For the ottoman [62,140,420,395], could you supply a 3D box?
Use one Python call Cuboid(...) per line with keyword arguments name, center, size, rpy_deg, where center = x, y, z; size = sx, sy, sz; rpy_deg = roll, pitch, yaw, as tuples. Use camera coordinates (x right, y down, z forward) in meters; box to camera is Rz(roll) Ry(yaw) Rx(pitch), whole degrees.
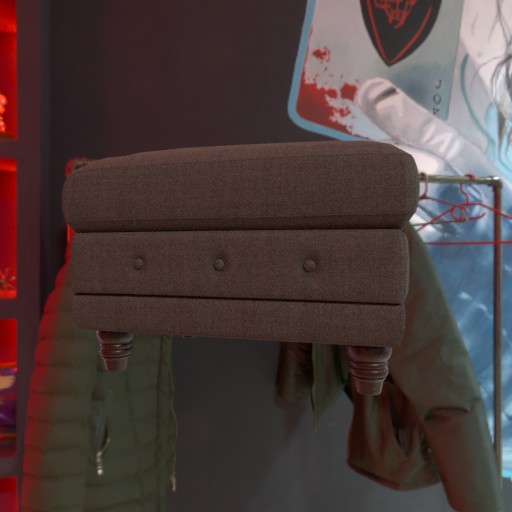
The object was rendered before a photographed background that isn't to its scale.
Cuboid(name="ottoman", center=(0.000, 0.000, 1.213), size=(0.809, 0.555, 0.599), rpy_deg=(0, 1, 17))
